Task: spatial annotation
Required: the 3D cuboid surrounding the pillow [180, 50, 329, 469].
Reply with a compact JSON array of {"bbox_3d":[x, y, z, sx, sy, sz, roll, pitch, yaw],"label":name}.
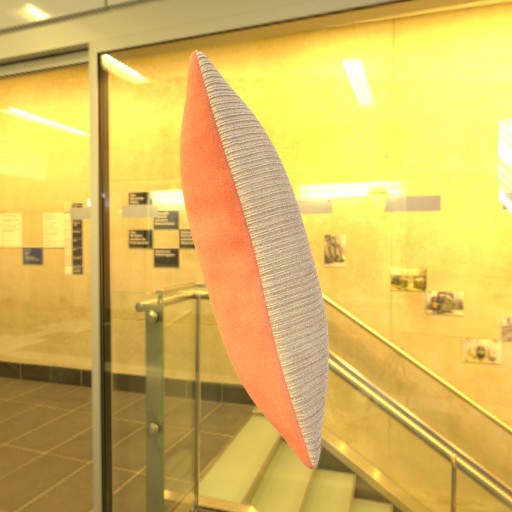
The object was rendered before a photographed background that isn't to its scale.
[{"bbox_3d":[0.000,0.000,0.630,0.177,0.401,0.424,0,2,0],"label":"pillow"}]
